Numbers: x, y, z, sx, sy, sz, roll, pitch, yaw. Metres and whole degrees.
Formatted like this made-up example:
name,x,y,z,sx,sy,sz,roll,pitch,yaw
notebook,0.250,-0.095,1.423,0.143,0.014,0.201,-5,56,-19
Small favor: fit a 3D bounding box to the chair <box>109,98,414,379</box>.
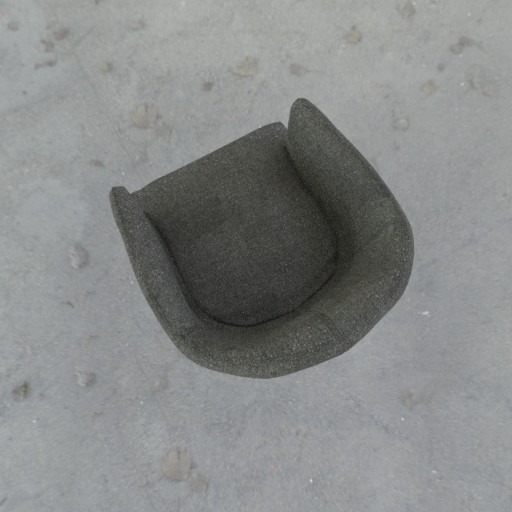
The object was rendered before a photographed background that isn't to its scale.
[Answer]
name,x,y,z,sx,sy,sz,roll,pitch,yaw
chair,0.000,0.000,1.239,0.583,0.811,0.655,-28,76,-7
